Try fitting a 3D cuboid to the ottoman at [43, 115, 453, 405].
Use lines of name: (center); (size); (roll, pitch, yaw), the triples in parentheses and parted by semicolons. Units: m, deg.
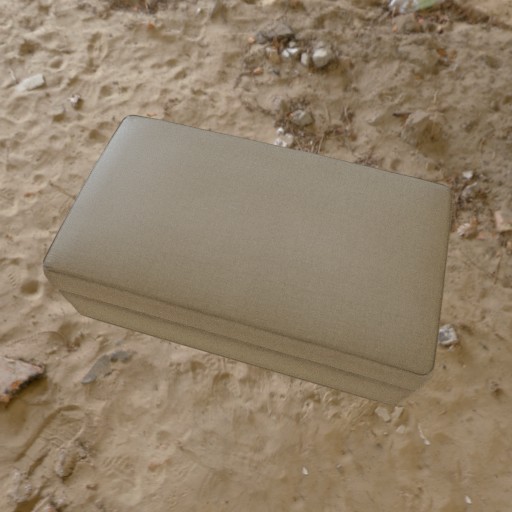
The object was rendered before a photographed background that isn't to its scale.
ottoman: (0.000, 0.000, 1.438); (1.097, 0.461, 0.617); (15, 64, 7)
